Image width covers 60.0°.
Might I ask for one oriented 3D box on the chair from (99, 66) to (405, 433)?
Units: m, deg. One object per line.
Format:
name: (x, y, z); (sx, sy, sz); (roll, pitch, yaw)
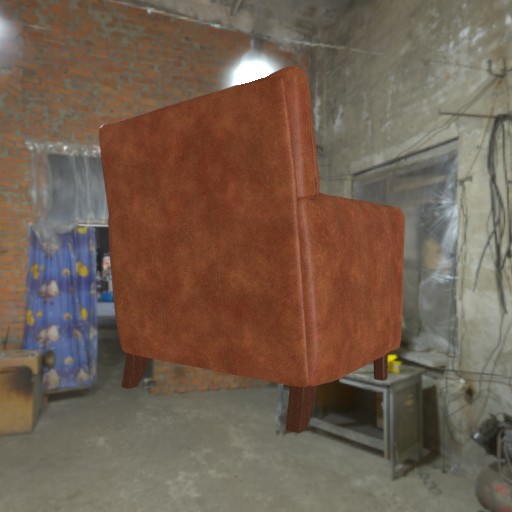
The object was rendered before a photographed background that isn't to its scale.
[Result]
chair: (0.000, 0.000, 1.639); (0.870, 0.943, 0.823); (-1, -1, 36)
